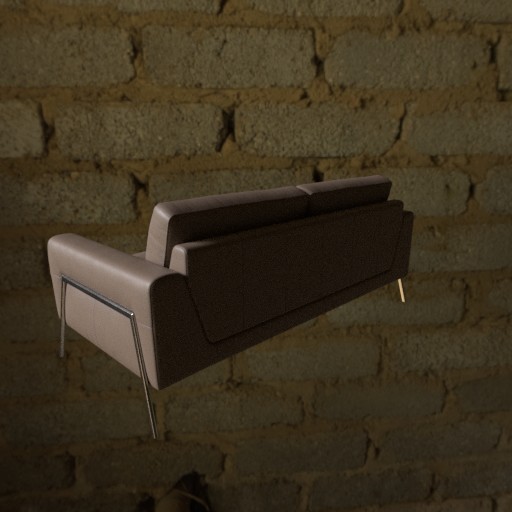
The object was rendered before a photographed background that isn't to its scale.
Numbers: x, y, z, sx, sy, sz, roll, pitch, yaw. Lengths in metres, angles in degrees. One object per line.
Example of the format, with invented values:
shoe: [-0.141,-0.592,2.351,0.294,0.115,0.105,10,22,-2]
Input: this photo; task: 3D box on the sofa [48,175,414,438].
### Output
sofa: [0.000,0.000,2.588,2.017,0.875,0.953,-15,22,-43]
